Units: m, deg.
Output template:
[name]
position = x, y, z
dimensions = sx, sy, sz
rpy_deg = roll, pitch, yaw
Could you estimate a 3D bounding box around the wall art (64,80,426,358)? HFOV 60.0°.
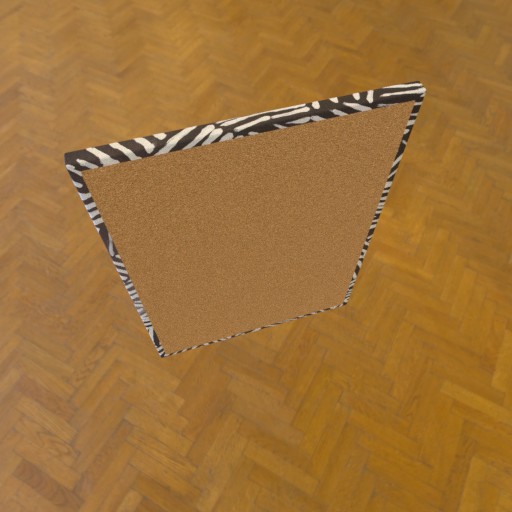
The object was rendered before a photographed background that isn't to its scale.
[wall art]
position = 0.000, 0.000, 1.330
dimensions = 0.765, 1.017, 0.038
rpy_deg = -15, 58, -9
